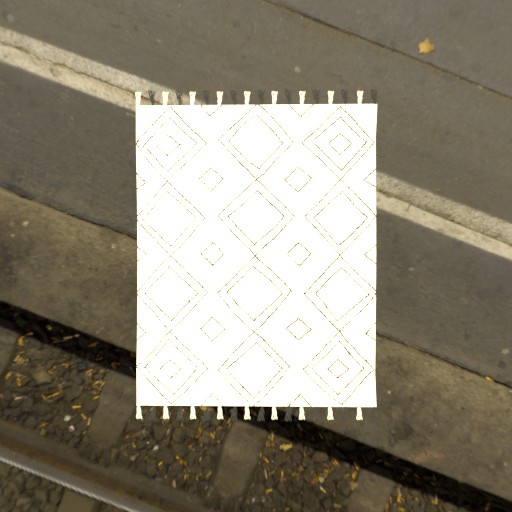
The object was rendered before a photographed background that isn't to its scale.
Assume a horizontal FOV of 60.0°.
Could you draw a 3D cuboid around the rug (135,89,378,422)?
[{"bbox_3d":[0.000,0.000,4.304,2.342,0.026,3.221,0,91,1],"label":"rug"}]
